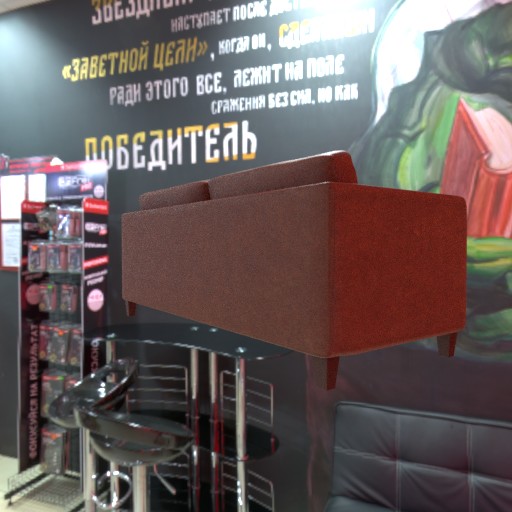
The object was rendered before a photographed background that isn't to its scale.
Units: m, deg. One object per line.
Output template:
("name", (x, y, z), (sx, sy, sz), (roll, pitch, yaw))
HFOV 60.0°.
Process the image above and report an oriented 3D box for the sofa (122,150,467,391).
("sofa", (0.000, 0.000, 2.720), (0.950, 0.932, 2.204), (-1, 2, -36))
